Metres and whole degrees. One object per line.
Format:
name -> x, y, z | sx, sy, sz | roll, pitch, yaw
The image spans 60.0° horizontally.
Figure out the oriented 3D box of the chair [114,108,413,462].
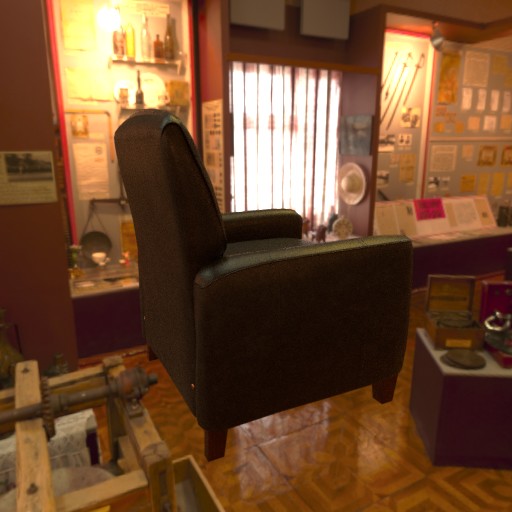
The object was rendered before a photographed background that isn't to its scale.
chair -> 0.000, 0.000, 1.659 | 0.864, 1.014, 0.848 | -7, 15, -26
